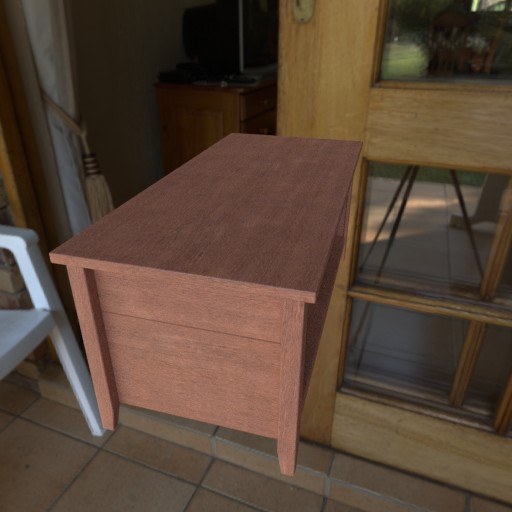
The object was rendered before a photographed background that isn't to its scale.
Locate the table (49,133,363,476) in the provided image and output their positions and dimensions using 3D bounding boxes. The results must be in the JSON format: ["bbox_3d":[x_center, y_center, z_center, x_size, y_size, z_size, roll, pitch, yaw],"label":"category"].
[{"bbox_3d":[0.000,0.000,1.274,0.483,0.457,1.016,8,29,14],"label":"table"}]
